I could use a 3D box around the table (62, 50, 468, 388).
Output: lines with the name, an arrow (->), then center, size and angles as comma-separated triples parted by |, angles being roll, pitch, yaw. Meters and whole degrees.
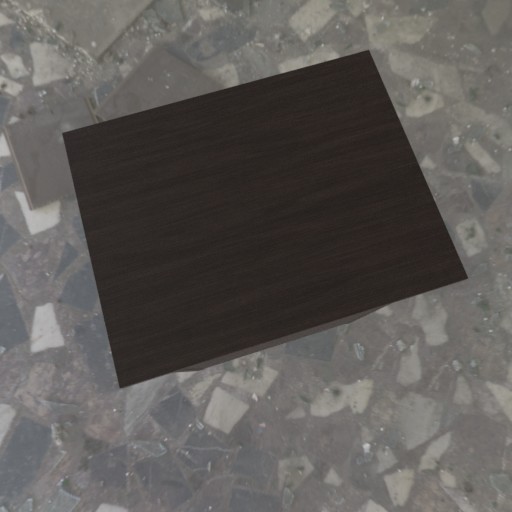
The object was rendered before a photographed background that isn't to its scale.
table -> 0.000, 0.000, 0.930 | 0.480, 0.635, 0.381 | -17, 77, -4
